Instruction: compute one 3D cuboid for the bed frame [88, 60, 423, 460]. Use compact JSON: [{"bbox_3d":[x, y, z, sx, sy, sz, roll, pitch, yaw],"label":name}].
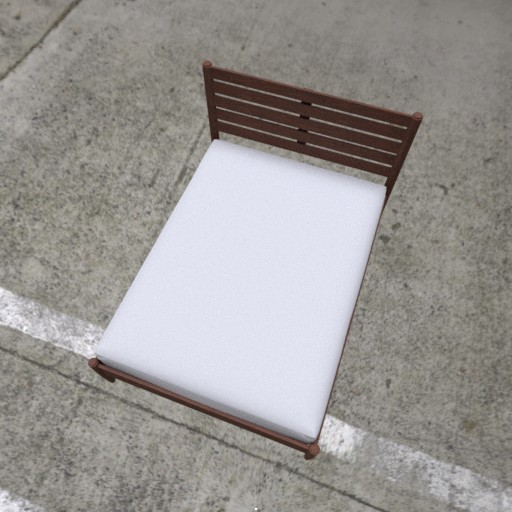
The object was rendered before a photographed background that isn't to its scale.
[{"bbox_3d":[0.000,0.000,3.254,1.655,1.321,2.234,18,62,10],"label":"bed frame"}]
